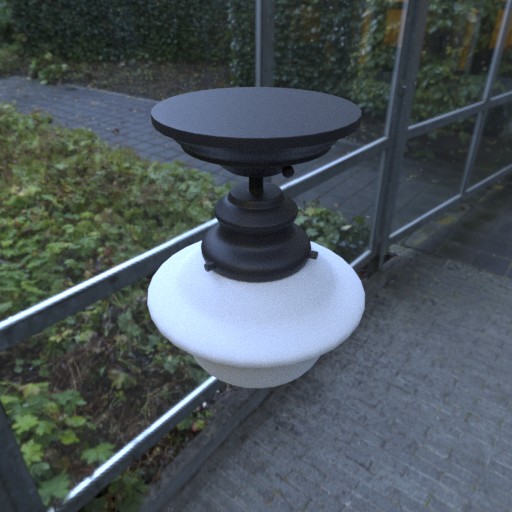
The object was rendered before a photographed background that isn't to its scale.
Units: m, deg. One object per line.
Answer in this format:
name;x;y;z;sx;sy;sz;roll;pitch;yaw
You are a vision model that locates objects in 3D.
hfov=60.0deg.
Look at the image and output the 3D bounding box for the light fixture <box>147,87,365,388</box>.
light fixture;0.000;0.000;0.389;0.197;0.254;0.197;0;31;0
